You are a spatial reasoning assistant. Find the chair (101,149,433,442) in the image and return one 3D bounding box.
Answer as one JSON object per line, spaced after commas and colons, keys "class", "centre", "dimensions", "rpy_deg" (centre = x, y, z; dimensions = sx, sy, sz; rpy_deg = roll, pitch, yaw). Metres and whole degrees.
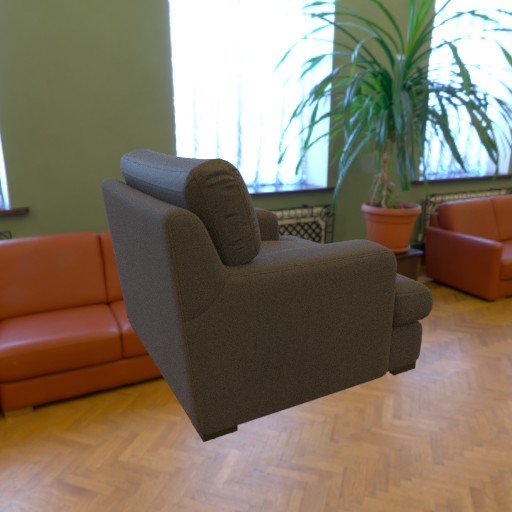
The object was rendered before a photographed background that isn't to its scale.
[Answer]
{"class": "chair", "centre": [0.000, 0.000, 2.032], "dimensions": [1.143, 0.940, 1.168], "rpy_deg": [-8, 18, -27]}
